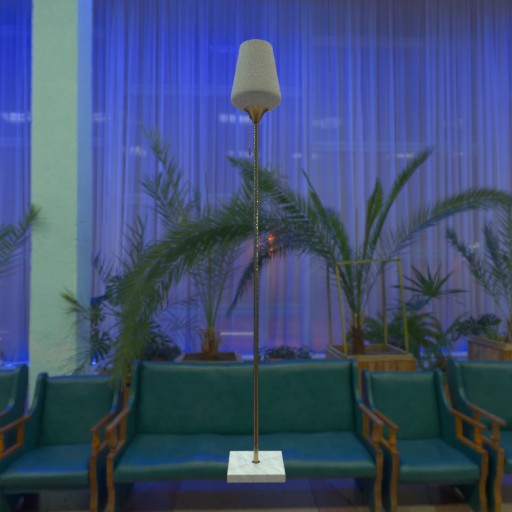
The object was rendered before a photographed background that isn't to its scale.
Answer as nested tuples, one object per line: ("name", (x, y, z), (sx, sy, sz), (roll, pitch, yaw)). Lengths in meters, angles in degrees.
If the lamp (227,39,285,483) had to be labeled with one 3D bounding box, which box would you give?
("lamp", (0.000, 0.000, 1.904), (0.232, 1.813, 0.229), (0, -2, -1))
